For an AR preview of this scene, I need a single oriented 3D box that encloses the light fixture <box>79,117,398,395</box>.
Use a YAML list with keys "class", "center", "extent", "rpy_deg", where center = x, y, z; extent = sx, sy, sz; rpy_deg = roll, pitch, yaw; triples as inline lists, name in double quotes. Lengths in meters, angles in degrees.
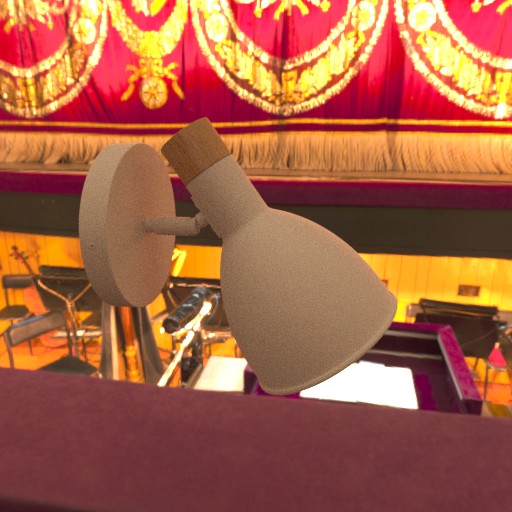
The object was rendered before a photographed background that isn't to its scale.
- class: "light fixture"
  center: [0.000, 0.000, 0.333]
  extent: [0.209, 0.199, 0.127]
  rpy_deg: [3, 16, 9]
